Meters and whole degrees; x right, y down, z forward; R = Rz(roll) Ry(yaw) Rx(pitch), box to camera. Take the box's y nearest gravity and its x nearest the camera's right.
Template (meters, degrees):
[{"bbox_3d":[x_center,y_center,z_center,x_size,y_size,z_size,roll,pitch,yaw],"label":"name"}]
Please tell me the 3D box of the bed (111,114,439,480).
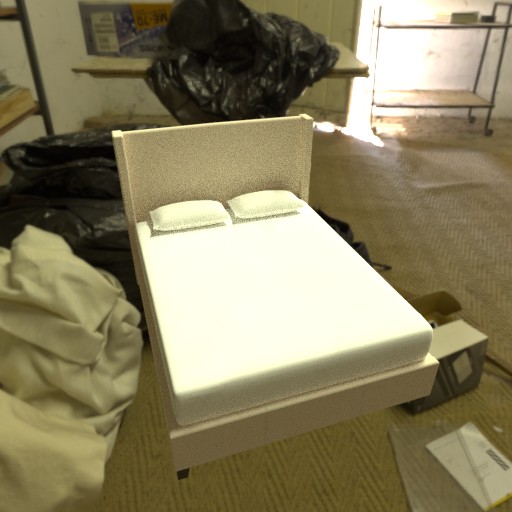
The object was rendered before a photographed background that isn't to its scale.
[{"bbox_3d":[0.000,0.000,3.406,1.778,1.471,2.293,-10,33,-16],"label":"bed"}]
